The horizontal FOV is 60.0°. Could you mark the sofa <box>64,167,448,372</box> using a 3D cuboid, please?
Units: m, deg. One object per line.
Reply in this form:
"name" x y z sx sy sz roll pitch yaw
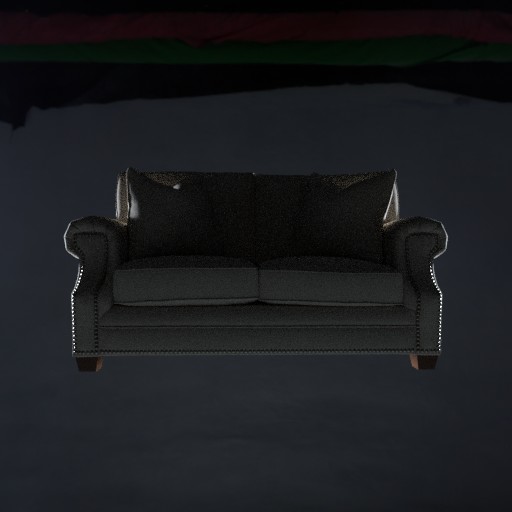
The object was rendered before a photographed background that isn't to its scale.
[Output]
"sofa" 0.000 0.000 2.295 1.701 0.966 0.966 0 0 -1
